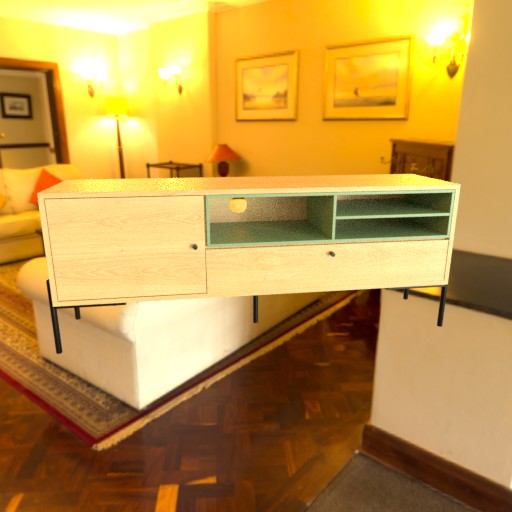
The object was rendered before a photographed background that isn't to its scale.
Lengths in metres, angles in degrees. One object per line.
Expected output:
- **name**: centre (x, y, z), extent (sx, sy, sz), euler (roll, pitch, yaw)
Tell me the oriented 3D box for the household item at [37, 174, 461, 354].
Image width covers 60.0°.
- **household item**: centre (0.000, 0.000, 1.817), extent (1.550, 0.600, 0.400), euler (-2, 17, -8)
